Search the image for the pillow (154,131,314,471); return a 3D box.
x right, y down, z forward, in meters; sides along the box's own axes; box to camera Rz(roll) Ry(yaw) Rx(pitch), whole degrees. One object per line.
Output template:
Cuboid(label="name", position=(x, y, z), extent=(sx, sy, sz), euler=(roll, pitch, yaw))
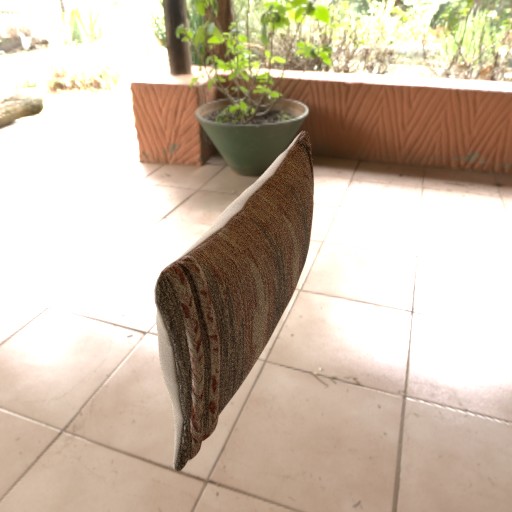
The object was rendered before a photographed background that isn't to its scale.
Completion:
Cuboid(label="pillow", position=(0.000, 0.000, 0.739), extent=(0.139, 0.282, 0.635), euler=(9, 31, 16))
